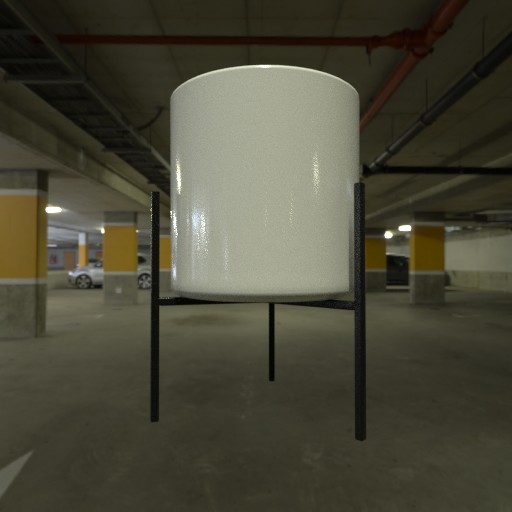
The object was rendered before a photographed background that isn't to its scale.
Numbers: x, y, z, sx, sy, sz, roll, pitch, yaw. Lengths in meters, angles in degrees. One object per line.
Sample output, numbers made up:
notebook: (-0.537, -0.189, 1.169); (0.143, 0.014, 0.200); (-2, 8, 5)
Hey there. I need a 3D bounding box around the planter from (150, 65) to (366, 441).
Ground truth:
planter: (0.000, 0.000, 0.516); (0.239, 0.356, 0.239); (0, -1, -18)
